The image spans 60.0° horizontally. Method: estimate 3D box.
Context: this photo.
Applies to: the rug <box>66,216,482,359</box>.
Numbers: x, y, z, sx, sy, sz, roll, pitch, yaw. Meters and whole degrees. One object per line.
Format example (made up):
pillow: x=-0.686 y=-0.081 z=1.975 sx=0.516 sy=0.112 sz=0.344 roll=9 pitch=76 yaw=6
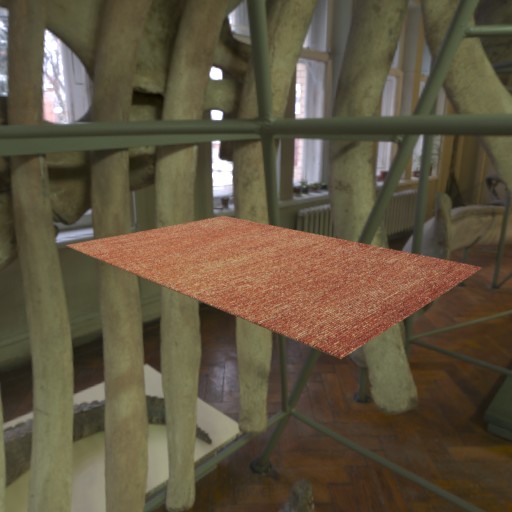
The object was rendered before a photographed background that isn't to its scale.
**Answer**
rug: x=0.000 y=0.000 z=2.194 sx=1.747 sy=0.011 sz=1.139 roll=15 pitch=22 yaw=42
